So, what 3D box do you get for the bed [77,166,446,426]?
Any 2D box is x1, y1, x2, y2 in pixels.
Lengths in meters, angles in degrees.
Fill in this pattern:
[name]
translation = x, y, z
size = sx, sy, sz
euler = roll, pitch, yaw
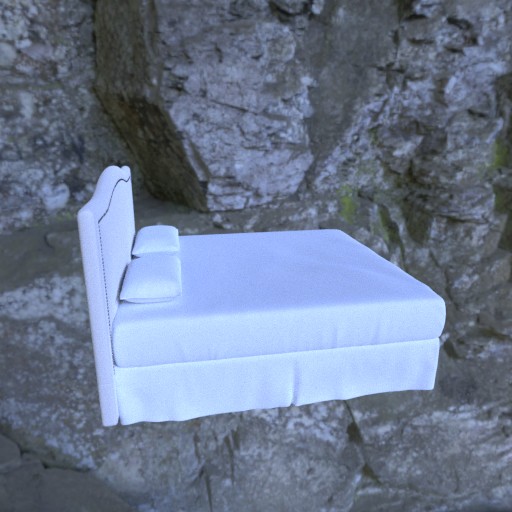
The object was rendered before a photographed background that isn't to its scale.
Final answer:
[bed]
translation = 0.000, 0.000, 3.494
size = 2.182, 1.421, 2.083
euler = -3, 18, -10
